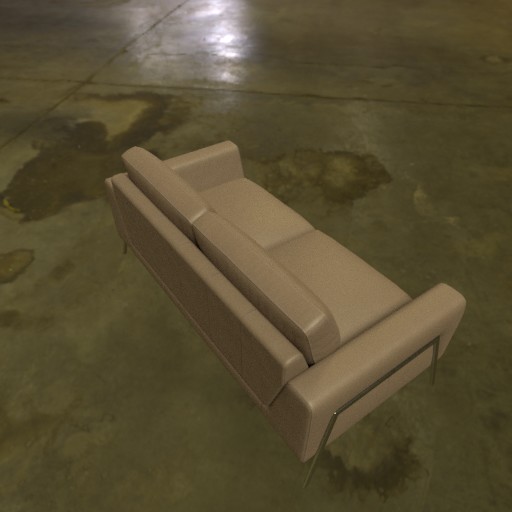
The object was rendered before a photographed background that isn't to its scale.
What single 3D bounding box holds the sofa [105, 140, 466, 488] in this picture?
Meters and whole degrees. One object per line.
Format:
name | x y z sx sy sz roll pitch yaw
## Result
sofa | 0.000 0.000 2.523 0.953 0.875 2.017 -25 46 -27
